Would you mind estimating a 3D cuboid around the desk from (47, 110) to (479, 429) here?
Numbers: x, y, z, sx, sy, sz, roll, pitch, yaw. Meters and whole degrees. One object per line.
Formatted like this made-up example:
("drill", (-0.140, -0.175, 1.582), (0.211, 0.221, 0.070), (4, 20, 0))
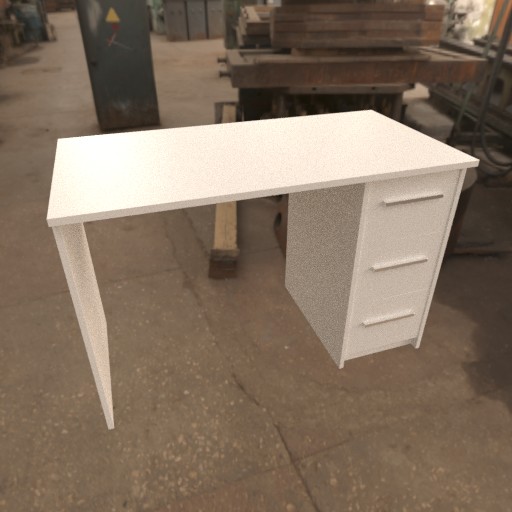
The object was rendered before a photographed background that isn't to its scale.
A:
("desk", (0.000, 0.000, 1.480), (1.097, 0.735, 0.560), (-10, 34, -16))
